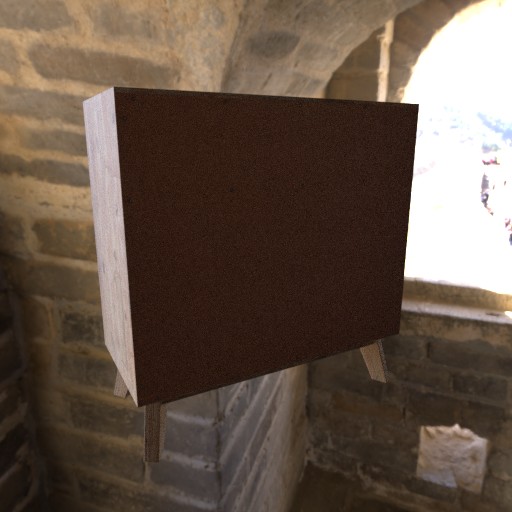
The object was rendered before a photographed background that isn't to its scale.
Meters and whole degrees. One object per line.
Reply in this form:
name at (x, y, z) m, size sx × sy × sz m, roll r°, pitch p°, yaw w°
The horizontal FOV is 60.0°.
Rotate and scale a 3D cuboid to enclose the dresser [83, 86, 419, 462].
dresser at (0.000, 0.000, 1.569) m, size 0.998 × 1.029 × 0.455 m, roll -8°, pitch 17°, yaw -28°
